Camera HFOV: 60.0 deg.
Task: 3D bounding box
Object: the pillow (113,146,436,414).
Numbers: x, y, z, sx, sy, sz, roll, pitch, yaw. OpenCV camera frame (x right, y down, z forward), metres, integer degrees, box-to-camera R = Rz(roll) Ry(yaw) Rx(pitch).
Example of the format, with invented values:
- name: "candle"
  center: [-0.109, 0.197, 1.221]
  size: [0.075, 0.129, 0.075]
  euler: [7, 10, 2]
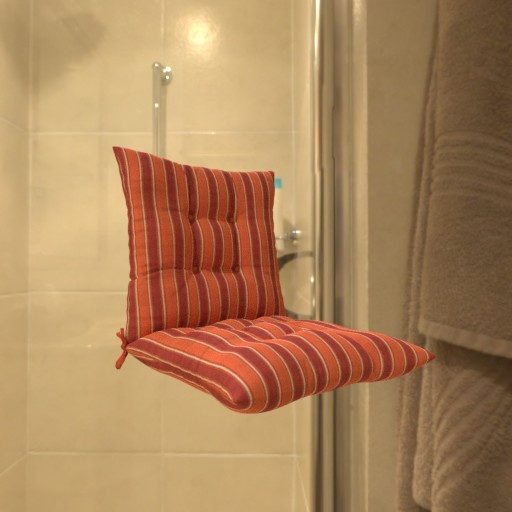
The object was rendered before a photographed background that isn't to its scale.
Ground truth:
- name: "pillow"
  center: [0.000, 0.000, 1.012]
  size: [0.541, 0.536, 0.585]
  euler: [1, -2, -37]
